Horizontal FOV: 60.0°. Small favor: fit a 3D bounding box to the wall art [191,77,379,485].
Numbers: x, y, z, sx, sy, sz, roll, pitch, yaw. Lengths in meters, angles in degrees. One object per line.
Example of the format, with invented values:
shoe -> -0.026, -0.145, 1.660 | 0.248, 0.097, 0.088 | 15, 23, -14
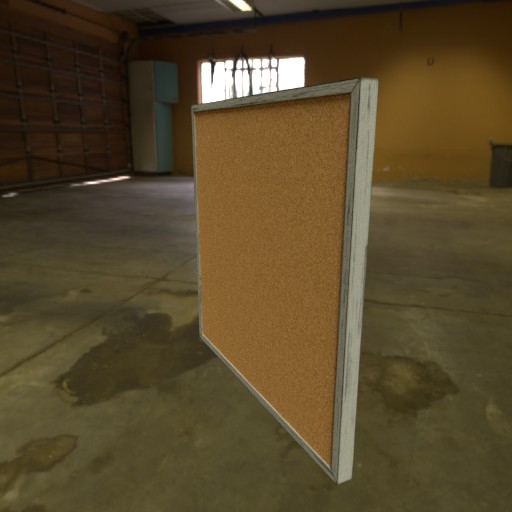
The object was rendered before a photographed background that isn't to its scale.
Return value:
wall art -> 0.000, 0.000, 1.116 | 0.037, 0.761, 0.761 | -8, 17, -27
